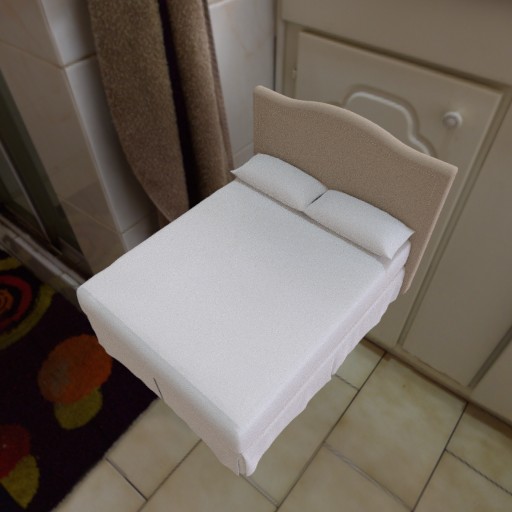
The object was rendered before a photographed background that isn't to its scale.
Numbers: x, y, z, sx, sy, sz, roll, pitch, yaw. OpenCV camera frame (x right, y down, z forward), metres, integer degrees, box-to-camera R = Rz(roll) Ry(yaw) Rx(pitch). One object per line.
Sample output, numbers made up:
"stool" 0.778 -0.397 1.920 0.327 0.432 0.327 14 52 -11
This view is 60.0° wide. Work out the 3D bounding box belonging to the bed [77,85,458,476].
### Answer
"bed" 0.000 0.000 3.119 1.678 1.398 2.052 33 55 26
